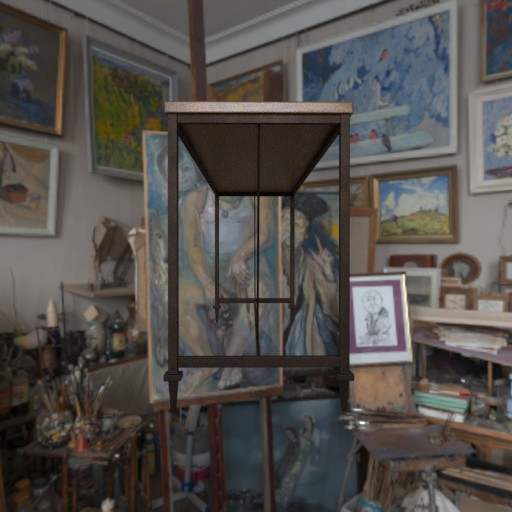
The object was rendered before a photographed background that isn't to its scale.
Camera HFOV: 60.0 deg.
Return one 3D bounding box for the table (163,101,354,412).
[{"bbox_3d":[0.000,0.000,2.125,0.551,0.902,1.700,0,0,-1],"label":"table"}]
